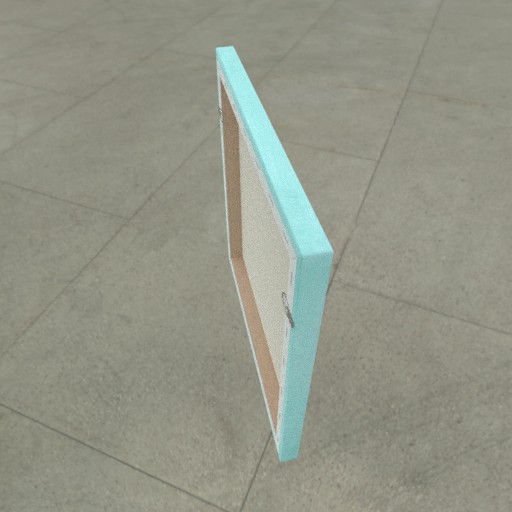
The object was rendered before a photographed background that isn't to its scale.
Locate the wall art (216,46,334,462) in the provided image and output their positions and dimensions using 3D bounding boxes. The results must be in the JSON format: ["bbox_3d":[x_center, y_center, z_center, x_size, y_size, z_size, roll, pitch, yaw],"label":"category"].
[{"bbox_3d":[0.000,0.000,1.142,0.054,0.766,0.765,-9,46,-9],"label":"wall art"}]
